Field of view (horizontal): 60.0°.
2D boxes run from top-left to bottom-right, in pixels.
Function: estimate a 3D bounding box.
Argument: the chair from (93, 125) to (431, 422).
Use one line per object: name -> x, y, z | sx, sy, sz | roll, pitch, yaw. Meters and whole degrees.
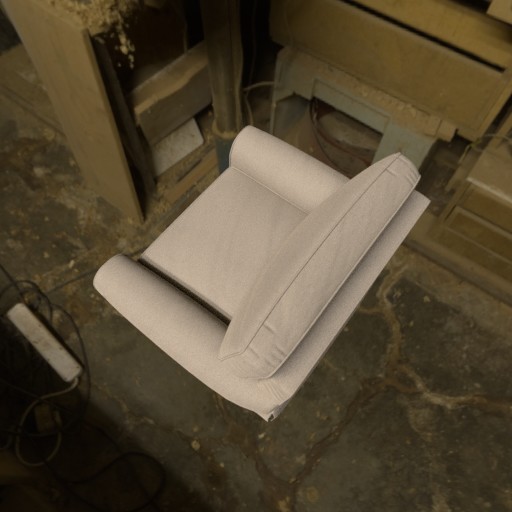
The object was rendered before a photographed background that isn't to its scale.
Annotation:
chair -> 0.000, 0.000, 1.976 | 0.988, 1.017, 1.135 | 35, 68, 16
